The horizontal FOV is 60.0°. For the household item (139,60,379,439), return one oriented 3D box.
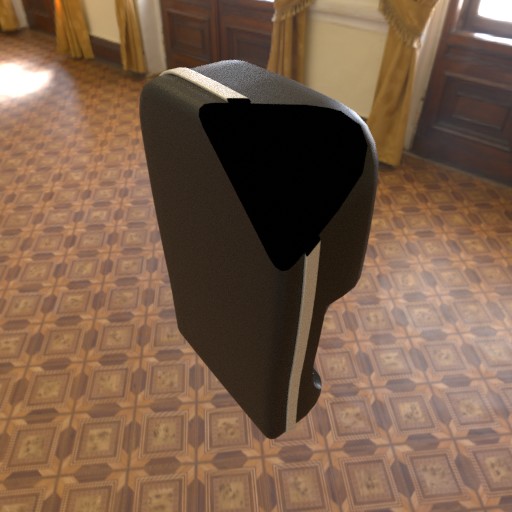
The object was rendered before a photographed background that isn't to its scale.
[{"bbox_3d":[0.000,0.000,0.146,0.038,0.114,0.070,-27,48,-27],"label":"household item"}]
